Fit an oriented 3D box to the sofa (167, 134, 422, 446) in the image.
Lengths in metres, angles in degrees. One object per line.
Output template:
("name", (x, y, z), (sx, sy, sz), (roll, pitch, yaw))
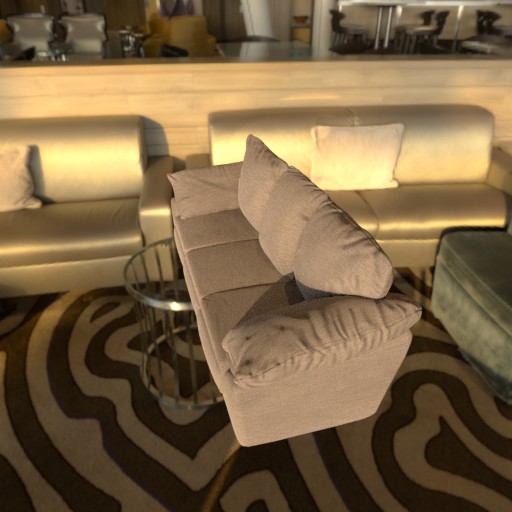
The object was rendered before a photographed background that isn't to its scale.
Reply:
("sofa", (0.000, 0.000, 2.891), (0.927, 1.043, 2.390), (-8, 31, -14))
